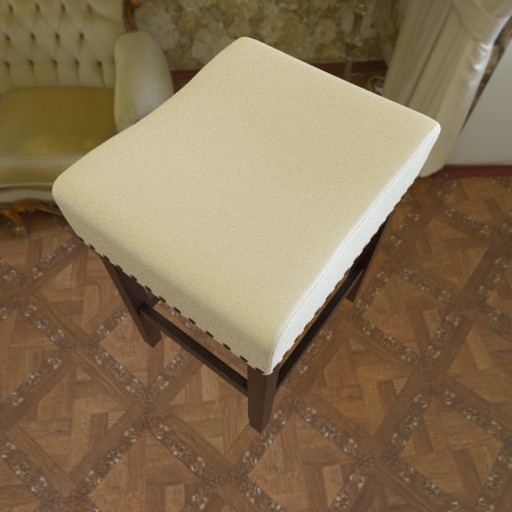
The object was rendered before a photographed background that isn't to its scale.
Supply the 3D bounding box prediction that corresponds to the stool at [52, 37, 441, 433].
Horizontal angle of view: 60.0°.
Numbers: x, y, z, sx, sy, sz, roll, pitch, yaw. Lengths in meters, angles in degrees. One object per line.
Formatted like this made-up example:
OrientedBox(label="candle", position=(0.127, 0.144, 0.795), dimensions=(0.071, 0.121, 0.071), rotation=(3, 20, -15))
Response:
OrientedBox(label="stool", position=(0.000, 0.000, 0.911), dimensions=(0.401, 0.609, 0.471), rotation=(33, 64, 18))
